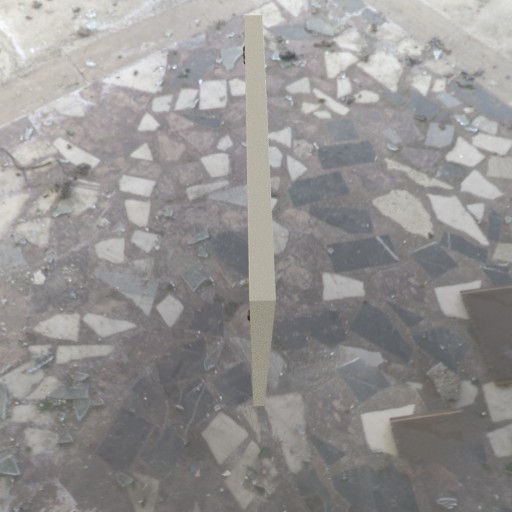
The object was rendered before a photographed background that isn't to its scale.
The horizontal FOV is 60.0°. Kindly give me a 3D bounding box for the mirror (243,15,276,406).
[{"bbox_3d":[0.000,0.000,1.150,0.041,0.914,0.609,-1,63,-1],"label":"mirror"}]
